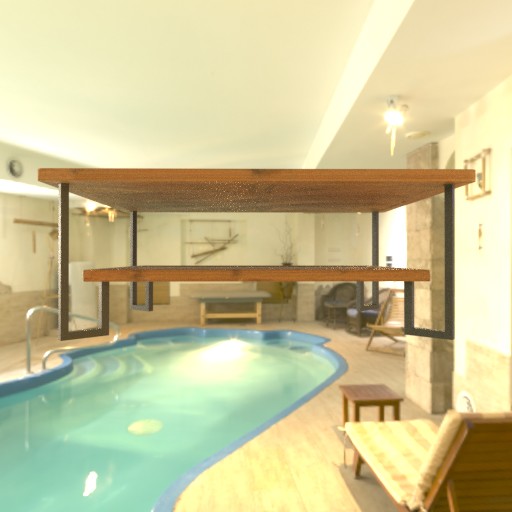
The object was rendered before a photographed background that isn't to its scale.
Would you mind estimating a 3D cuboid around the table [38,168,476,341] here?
[{"bbox_3d":[0.000,0.000,1.687,1.238,0.492,0.877,0,0,-1],"label":"table"}]
